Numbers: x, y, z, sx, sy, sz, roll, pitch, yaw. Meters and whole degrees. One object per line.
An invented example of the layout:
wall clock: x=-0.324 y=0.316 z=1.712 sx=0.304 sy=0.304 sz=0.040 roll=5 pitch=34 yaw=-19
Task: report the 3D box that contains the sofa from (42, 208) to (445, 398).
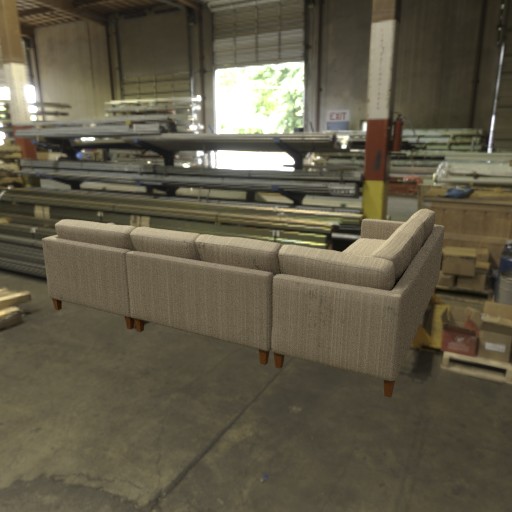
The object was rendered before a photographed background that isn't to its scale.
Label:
sofa: x=0.000 y=0.000 z=4.709 sx=3.460 sy=0.961 sz=2.594 roll=8 pitch=17 yaw=27
